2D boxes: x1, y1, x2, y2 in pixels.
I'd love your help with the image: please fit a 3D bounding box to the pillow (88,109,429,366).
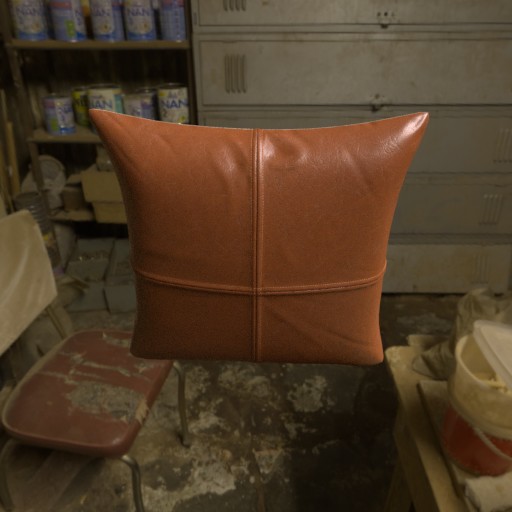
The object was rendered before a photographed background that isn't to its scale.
[{"bbox_3d":[0.000,0.000,0.755,0.501,0.477,0.192,1,29,2],"label":"pillow"}]
